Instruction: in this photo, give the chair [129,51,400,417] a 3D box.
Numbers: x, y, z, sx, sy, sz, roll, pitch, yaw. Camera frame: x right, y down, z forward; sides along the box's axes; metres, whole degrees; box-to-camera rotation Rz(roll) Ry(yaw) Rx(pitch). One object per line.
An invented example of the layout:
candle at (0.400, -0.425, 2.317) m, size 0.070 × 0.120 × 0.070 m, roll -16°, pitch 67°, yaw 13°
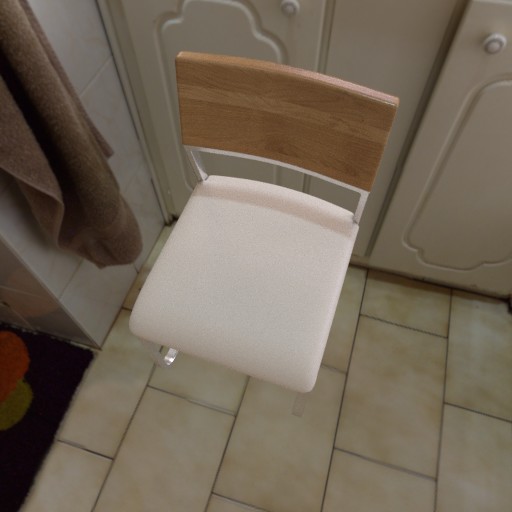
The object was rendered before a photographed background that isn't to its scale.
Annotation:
chair at (0.000, 0.000, 1.155) m, size 0.467 × 0.844 × 0.585 m, roll 16°, pitch 59°, yaw 10°
